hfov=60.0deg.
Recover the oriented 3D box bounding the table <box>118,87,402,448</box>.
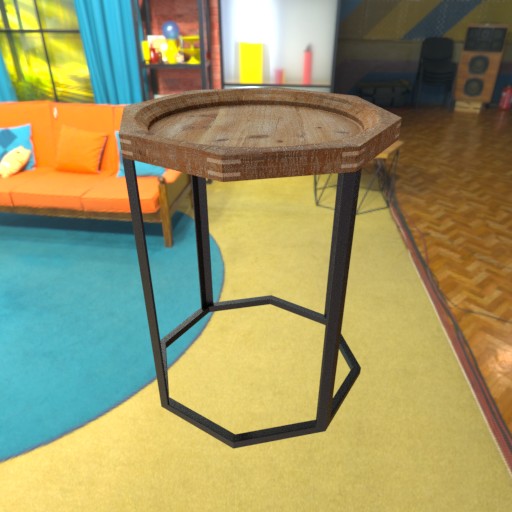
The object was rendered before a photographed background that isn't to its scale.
[{"bbox_3d":[0.000,0.000,0.857,0.458,0.543,0.458,-19,36,-29],"label":"table"}]
